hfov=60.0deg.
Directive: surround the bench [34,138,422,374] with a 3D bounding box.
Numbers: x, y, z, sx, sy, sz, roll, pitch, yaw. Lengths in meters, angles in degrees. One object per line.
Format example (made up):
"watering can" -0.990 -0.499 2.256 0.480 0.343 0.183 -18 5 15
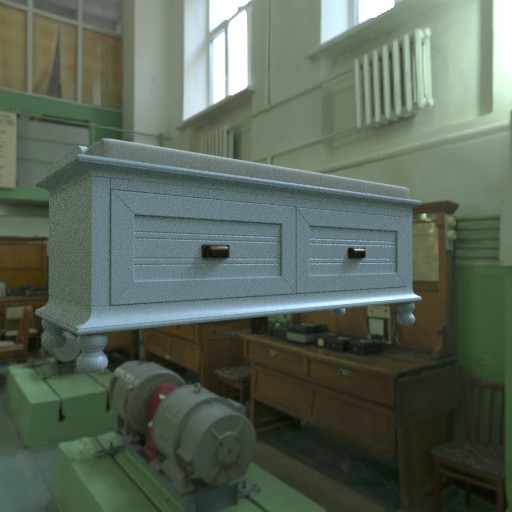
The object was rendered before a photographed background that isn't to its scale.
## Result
"bench" 0.000 0.000 1.386 1.185 0.486 0.402 0 0 -37
